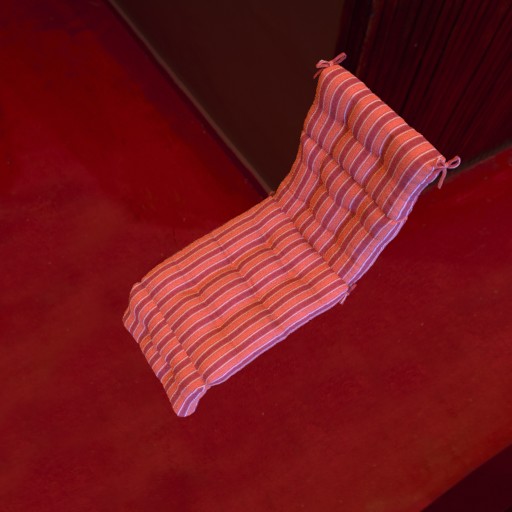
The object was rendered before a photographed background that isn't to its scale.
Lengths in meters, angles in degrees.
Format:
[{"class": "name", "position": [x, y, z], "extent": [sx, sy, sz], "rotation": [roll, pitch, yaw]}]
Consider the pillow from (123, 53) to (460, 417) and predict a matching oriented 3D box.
[{"class": "pillow", "position": [0.000, 0.000, 1.507], "extent": [1.016, 0.863, 0.526], "rotation": [-32, 68, -15]}]
